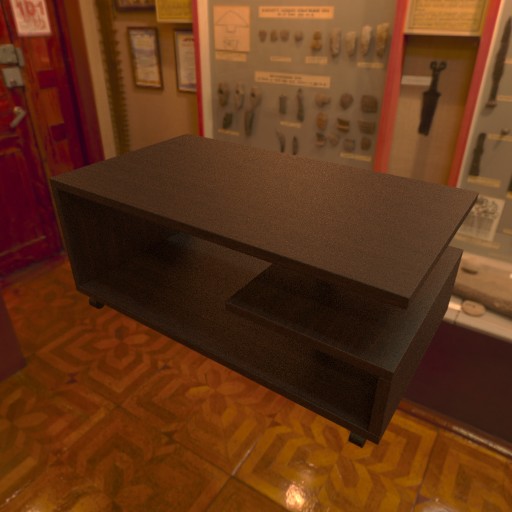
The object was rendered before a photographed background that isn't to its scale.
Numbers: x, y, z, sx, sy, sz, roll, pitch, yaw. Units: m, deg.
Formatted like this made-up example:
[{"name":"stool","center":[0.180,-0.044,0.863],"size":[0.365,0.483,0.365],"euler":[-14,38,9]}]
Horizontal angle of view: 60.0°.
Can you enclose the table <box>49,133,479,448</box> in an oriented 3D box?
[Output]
[{"name":"table","center":[0.000,0.000,1.352],"size":[1.050,0.460,0.590],"euler":[19,35,29]}]
